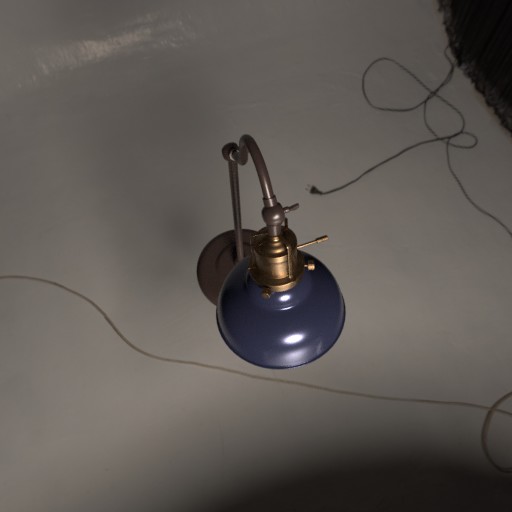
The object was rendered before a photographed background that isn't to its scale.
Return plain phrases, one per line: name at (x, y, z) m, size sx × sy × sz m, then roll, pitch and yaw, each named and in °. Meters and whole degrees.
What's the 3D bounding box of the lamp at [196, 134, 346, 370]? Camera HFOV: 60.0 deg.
lamp at (0.000, 0.000, 0.685) m, size 0.192 × 0.508 × 0.374 m, roll -18°, pitch 66°, yaw -8°
